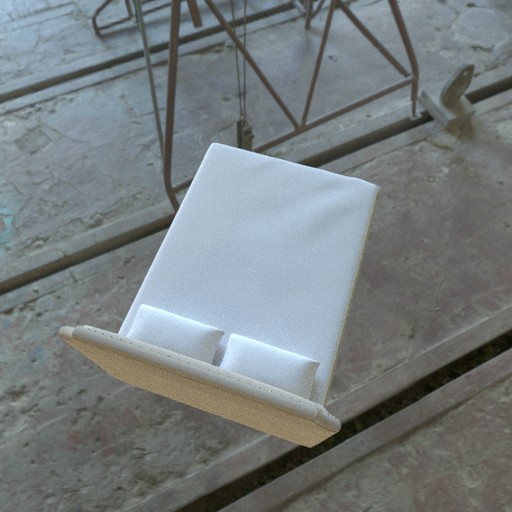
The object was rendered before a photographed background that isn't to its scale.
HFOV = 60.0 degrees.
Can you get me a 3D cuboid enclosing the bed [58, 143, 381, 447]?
[{"bbox_3d":[0.000,0.000,3.515,1.713,1.443,2.372,17,64,8],"label":"bed"}]
